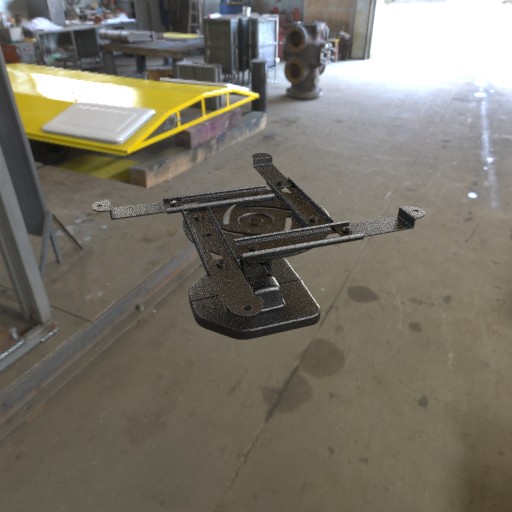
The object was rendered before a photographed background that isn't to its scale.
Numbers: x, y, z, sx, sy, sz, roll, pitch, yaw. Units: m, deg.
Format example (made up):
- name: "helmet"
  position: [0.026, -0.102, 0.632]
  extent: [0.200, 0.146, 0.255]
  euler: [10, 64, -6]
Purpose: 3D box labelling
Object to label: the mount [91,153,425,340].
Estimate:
- name: "mount"
  position: [0.000, 0.000, 0.596]
  extent: [0.394, 0.141, 0.394]
  euler: [-10, 33, -15]
